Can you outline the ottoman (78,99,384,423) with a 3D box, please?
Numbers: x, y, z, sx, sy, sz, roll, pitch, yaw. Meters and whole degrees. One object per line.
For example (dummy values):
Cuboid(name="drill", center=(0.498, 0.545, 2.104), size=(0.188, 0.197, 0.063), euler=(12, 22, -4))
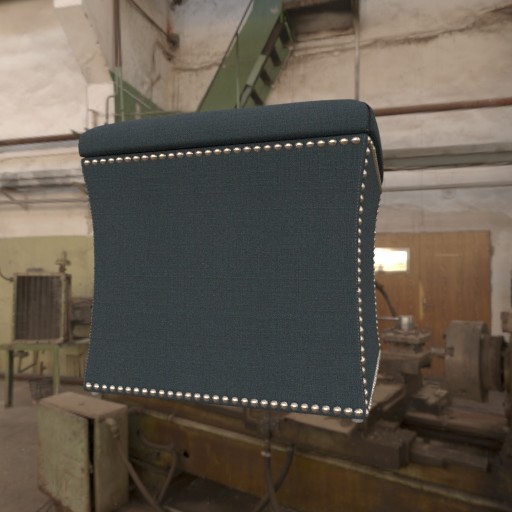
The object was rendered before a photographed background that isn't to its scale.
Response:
Cuboid(name="ottoman", center=(0.000, 0.000, 0.896), size=(0.497, 0.475, 0.507), euler=(0, -1, 18))
